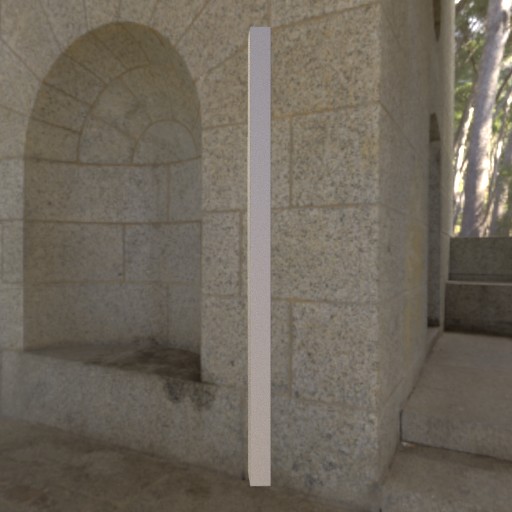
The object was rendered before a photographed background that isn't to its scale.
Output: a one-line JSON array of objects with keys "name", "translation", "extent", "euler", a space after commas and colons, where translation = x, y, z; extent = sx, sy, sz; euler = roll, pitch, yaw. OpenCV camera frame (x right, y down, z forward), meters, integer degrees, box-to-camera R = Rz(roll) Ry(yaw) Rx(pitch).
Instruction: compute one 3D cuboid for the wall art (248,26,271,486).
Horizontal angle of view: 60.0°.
[{"name": "wall art", "translation": [0.000, 0.000, 0.767], "extent": [0.029, 0.558, 0.458], "euler": [0, 0, -1]}]
